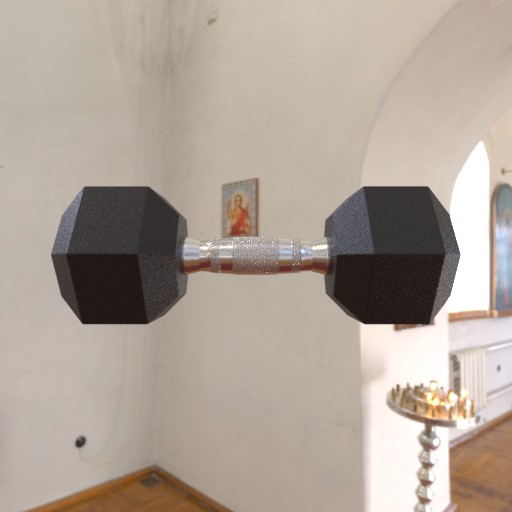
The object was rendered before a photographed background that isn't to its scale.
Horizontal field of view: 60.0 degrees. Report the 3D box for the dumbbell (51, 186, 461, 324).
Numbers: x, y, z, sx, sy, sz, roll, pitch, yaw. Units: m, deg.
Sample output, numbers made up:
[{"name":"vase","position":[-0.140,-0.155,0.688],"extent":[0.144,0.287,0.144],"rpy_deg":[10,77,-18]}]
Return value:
[{"name":"dumbbell","position":[0.000,0.000,0.428],"extent":[0.356,0.123,0.141],"rpy_deg":[0,-1,0]}]
